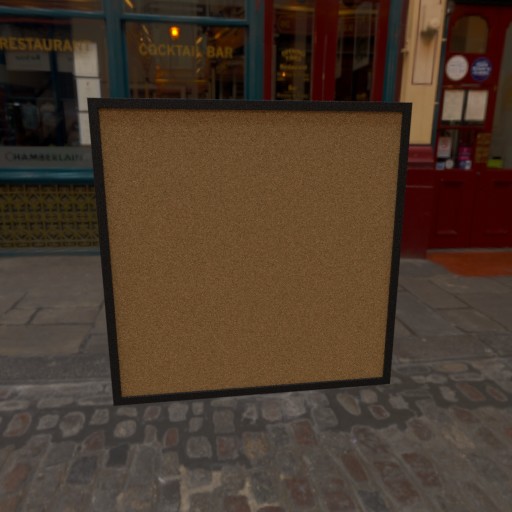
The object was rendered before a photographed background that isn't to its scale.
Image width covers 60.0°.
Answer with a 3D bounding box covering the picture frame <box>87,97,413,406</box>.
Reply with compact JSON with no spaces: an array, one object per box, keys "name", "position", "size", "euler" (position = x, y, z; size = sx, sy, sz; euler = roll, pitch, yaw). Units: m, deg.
[{"name":"picture frame","position":[0.000,0.000,0.480],"size":[0.317,0.317,0.030],"euler":[-2,14,-8]}]
